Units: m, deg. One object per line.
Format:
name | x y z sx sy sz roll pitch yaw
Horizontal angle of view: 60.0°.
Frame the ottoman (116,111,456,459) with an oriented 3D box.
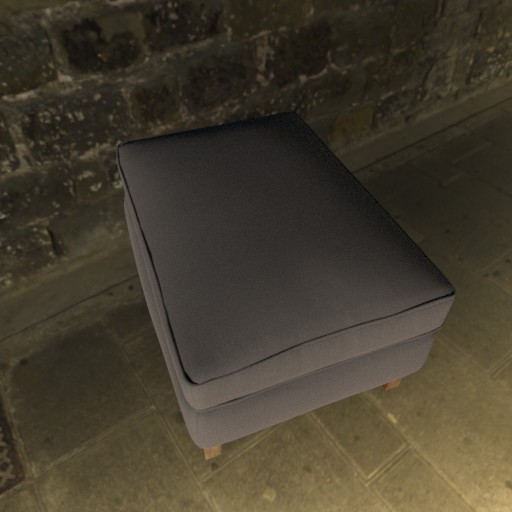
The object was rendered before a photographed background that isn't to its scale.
ottoman | 0.000 0.000 0.987 0.508 0.406 0.686 -15 48 -14
